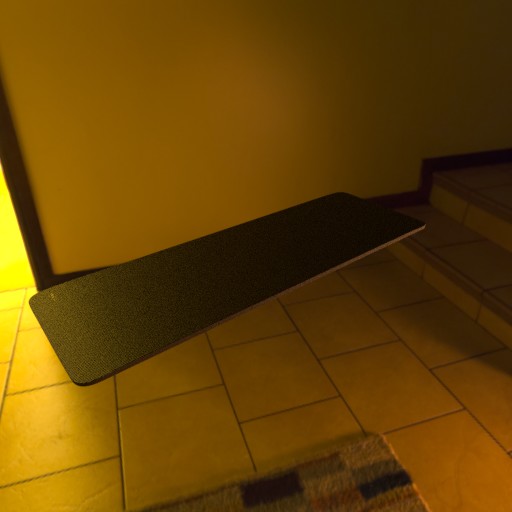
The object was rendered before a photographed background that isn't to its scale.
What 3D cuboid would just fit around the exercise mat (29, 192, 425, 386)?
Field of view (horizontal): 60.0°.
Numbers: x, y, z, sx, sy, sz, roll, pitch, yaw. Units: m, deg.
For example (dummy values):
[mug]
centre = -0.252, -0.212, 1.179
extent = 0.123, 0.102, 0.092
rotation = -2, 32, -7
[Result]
[exercise mat]
centre = 0.000, 0.000, 2.056
extent = 1.869, 0.021, 0.616
rotation = -21, 36, -33
